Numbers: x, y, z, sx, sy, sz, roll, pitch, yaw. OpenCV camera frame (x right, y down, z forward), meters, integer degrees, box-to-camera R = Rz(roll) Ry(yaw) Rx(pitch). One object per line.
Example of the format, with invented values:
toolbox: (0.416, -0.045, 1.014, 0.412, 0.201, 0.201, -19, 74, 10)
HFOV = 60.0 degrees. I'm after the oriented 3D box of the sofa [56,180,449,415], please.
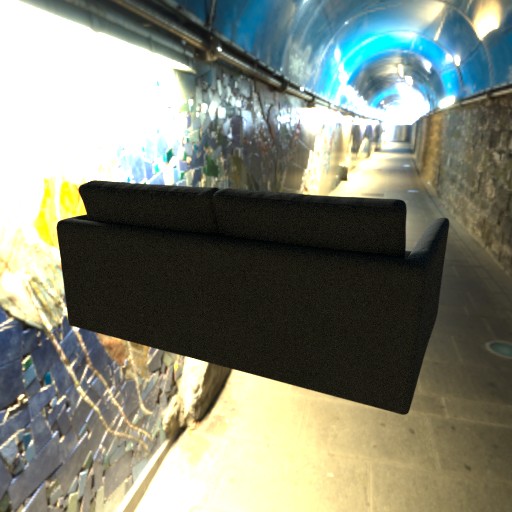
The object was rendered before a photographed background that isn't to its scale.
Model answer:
sofa: (0.000, 0.000, 2.502, 1.909, 0.845, 1.091, 8, 17, 26)
